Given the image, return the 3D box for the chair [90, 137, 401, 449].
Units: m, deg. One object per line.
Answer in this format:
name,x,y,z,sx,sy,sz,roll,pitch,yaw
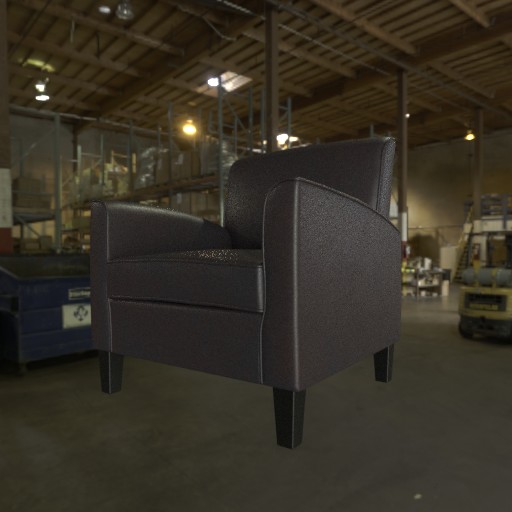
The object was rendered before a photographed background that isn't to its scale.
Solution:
chair,0.000,0.000,1.574,0.820,0.916,0.819,0,1,36
